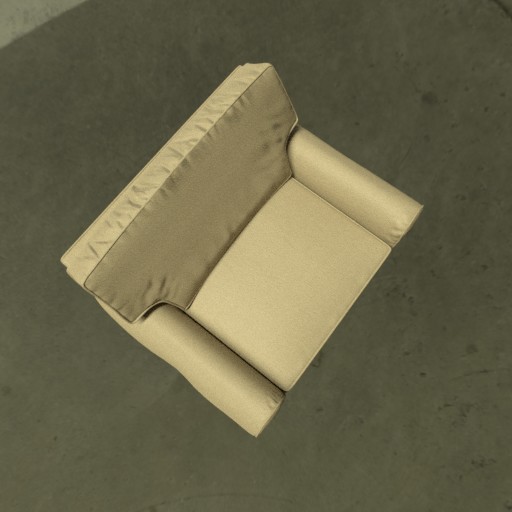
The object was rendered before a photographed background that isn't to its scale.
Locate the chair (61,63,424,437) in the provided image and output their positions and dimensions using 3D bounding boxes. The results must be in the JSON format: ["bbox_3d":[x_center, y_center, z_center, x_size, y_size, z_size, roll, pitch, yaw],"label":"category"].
[{"bbox_3d":[0.000,0.000,1.791,0.903,0.937,1.096,37,78,9],"label":"chair"}]
